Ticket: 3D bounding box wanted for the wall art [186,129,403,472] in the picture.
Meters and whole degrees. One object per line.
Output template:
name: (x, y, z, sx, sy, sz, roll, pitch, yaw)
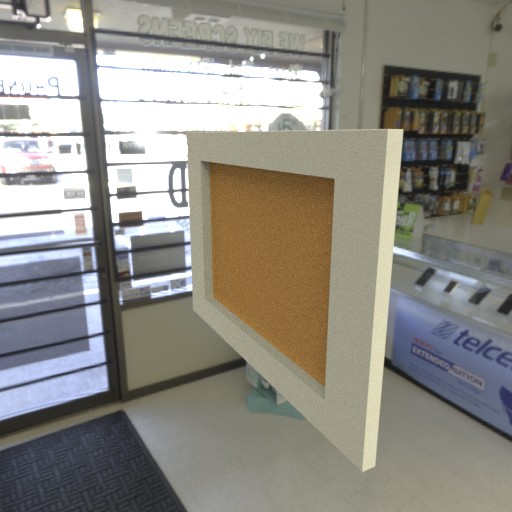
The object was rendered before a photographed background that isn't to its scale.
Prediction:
wall art: (0.000, 0.000, 1.141, 0.033, 0.617, 0.906, -8, 17, -27)
